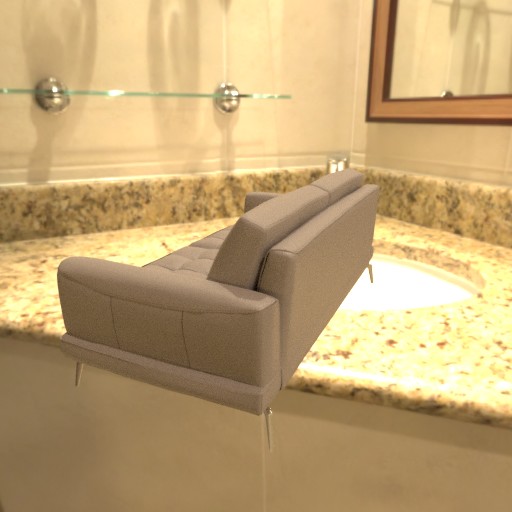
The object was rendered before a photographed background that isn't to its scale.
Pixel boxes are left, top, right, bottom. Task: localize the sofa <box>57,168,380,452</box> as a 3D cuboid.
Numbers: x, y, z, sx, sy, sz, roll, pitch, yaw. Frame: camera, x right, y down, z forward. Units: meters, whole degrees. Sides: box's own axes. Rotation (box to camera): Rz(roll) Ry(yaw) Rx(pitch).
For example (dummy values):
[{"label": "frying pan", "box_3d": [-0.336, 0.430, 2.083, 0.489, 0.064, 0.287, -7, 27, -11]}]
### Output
[{"label": "sofa", "box_3d": [0.000, 0.000, 2.723, 1.121, 0.930, 2.177, 8, 20, 24]}]
